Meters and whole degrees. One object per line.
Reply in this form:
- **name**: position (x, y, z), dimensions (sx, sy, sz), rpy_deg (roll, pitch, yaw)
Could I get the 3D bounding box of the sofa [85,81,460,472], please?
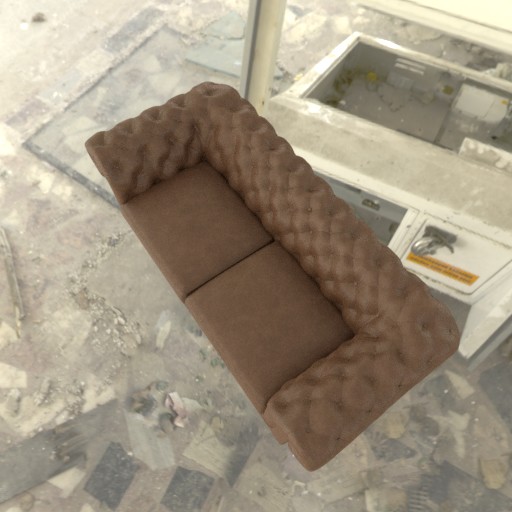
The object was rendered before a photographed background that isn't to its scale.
- **sofa**: position (0.000, 0.000, 2.471), dimensions (0.955, 0.784, 2.048), rpy_deg (-32, 67, -15)
